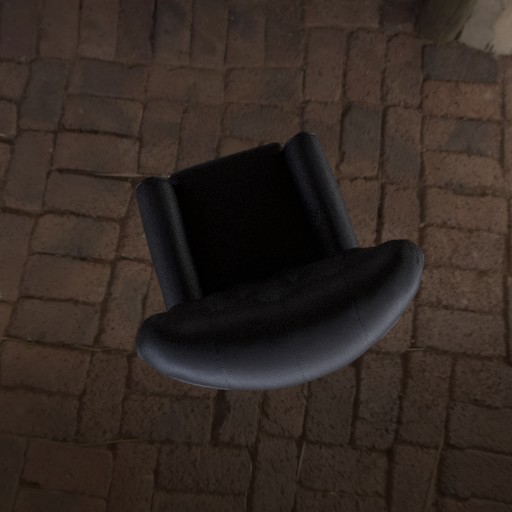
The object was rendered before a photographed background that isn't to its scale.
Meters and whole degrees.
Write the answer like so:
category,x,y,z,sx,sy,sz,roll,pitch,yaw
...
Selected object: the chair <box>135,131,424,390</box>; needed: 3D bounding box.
category,x,y,z,sx,sy,sz,roll,pitch,yaw
chair,0.000,0.000,1.927,0.948,1.158,1.058,-17,77,-4
